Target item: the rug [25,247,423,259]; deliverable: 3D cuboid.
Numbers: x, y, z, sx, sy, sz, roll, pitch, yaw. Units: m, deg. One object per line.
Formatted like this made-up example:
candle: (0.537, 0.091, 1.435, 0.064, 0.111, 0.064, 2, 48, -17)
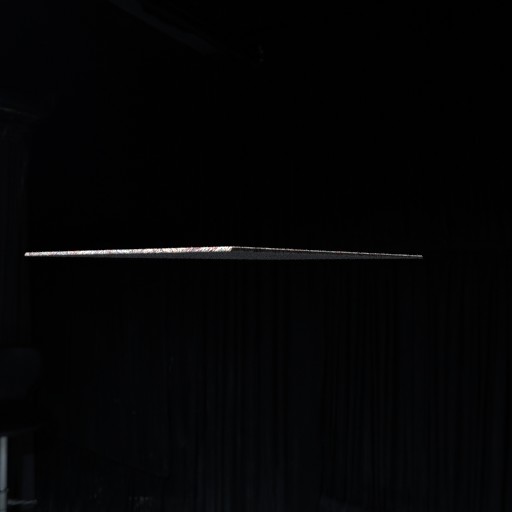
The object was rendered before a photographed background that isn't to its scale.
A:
rug: (0.000, 0.000, 2.225, 1.143, 0.014, 1.761, -1, -1, 36)
